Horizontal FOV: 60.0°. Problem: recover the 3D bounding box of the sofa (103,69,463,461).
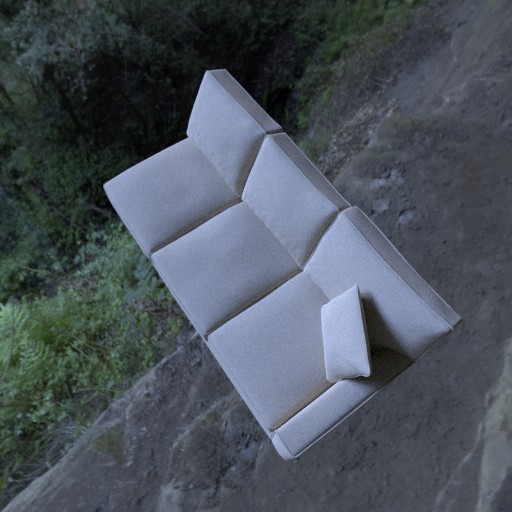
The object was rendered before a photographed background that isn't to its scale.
[{"bbox_3d":[0.000,0.000,2.565,1.034,0.946,1.963,-32,68,-15],"label":"sofa"}]
